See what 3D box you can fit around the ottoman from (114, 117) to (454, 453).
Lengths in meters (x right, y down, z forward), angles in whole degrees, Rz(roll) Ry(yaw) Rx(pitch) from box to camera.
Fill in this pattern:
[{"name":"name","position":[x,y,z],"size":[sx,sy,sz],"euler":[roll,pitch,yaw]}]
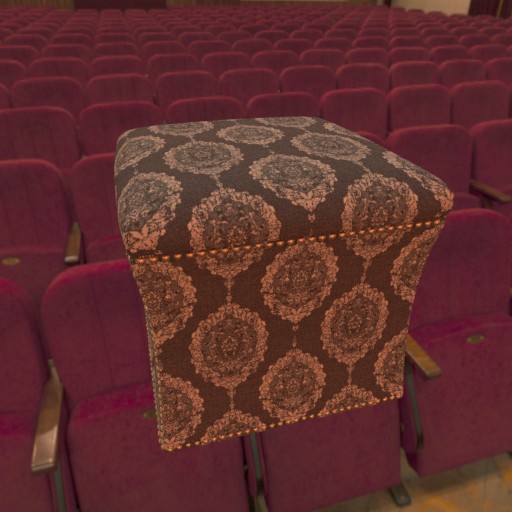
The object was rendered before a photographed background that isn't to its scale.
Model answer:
[{"name":"ottoman","position":[0.000,0.000,0.895],"size":[0.497,0.475,0.507],"euler":[-8,30,-14]}]
